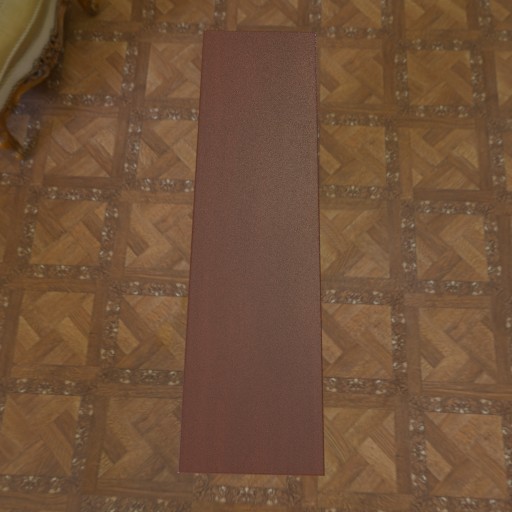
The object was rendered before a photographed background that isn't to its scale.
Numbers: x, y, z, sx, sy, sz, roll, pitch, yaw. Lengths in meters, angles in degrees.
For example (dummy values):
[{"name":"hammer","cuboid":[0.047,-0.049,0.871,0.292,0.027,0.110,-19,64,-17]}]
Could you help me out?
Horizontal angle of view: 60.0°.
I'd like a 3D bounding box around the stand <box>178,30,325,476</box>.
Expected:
[{"name":"stand","cuboid":[0.000,0.000,1.689,0.381,0.762,1.372,1,75,0]}]
